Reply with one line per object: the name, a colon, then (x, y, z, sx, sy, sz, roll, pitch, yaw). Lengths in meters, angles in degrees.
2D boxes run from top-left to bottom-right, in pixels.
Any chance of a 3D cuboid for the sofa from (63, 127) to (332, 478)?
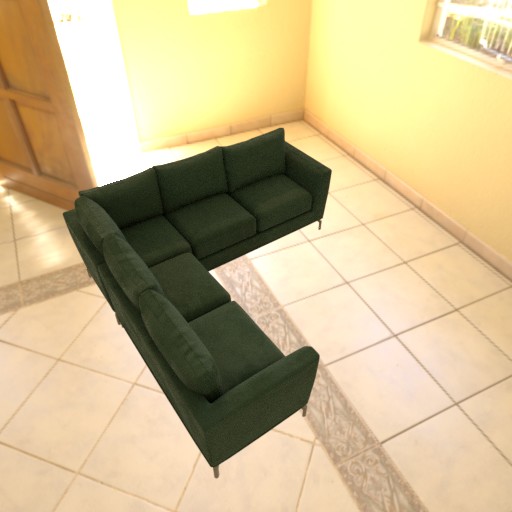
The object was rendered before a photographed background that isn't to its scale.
sofa: (0.000, 0.000, 3.836, 2.452, 1.004, 2.468, -25, 47, -26)
